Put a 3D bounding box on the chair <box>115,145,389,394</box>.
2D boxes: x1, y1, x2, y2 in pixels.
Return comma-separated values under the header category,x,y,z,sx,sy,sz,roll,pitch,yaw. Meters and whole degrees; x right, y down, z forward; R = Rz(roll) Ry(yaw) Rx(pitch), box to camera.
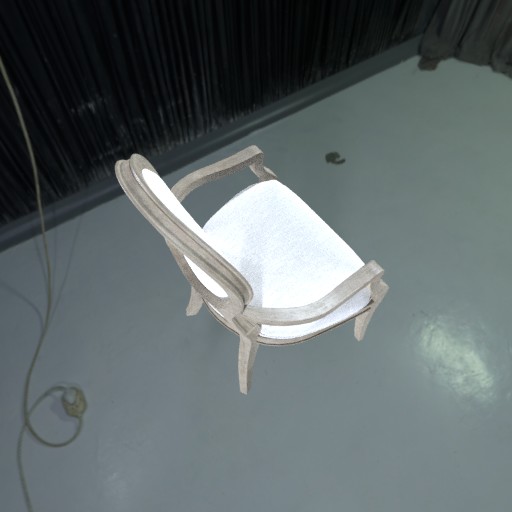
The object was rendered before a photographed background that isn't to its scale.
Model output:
category,x,y,z,sx,sy,sz,roll,pitch,yaw
chair,0.000,0.000,1.357,0.602,0.991,0.611,-32,63,-19
